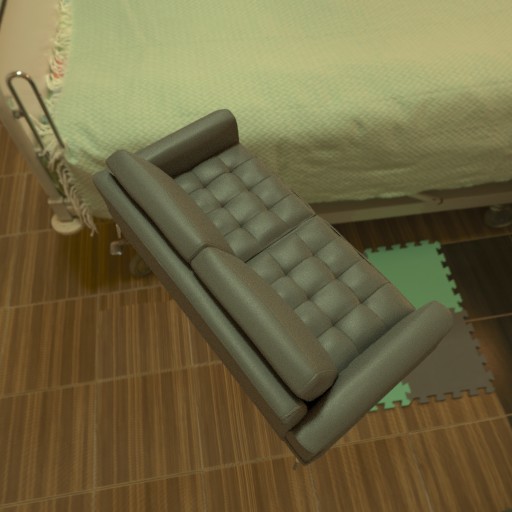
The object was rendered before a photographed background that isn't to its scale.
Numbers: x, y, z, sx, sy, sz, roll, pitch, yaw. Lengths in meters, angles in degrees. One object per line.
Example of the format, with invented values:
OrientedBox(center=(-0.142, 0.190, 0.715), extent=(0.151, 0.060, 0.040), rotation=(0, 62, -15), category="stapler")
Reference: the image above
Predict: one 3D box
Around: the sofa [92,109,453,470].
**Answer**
OrientedBox(center=(0.000, 0.000, 2.741), extent=(1.121, 0.930, 2.177), rotation=(-34, 65, -19), category="sofa")
